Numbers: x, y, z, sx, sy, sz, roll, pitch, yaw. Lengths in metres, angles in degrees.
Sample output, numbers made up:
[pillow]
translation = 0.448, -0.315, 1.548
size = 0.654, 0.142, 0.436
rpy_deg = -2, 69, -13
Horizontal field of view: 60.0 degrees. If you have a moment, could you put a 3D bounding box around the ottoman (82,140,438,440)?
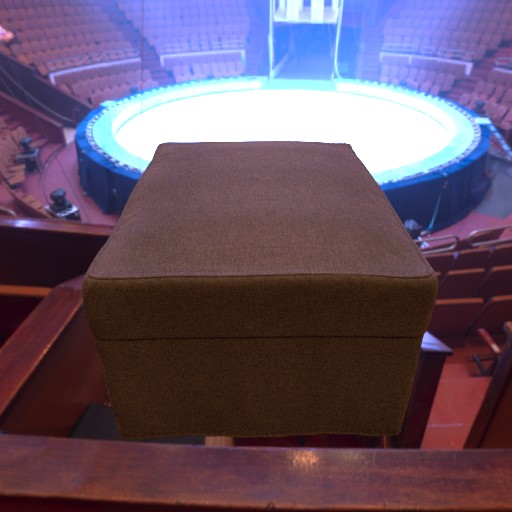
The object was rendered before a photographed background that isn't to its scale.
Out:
[ottoman]
translation = 0.000, 0.000, 1.219
size = 0.652, 0.492, 0.833
rpy_deg = 0, 31, -1
